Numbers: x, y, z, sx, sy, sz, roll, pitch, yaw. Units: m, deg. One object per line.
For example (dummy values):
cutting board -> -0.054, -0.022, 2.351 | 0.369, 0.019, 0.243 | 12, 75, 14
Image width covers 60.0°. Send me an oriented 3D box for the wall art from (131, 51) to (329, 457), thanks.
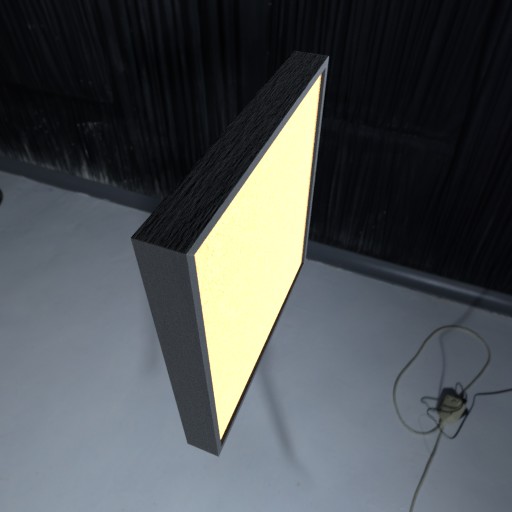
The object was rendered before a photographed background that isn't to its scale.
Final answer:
wall art -> 0.000, 0.000, 0.465 | 0.037, 0.305, 0.305 | 16, 48, 15
